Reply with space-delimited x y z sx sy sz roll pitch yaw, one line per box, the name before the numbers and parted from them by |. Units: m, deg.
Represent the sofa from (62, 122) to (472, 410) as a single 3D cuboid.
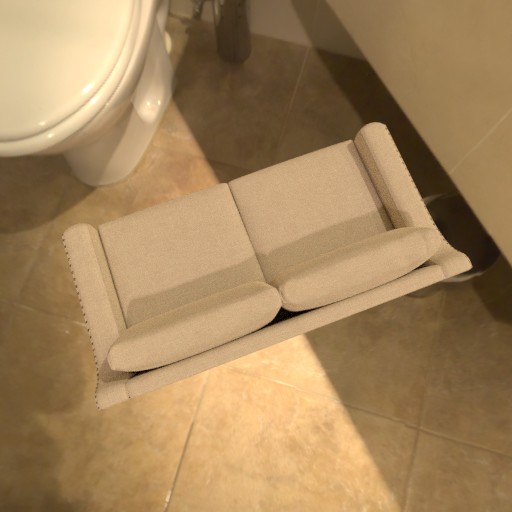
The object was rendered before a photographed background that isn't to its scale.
sofa | 0.000 0.000 2.750 2.107 0.983 1.104 -20 77 -5
